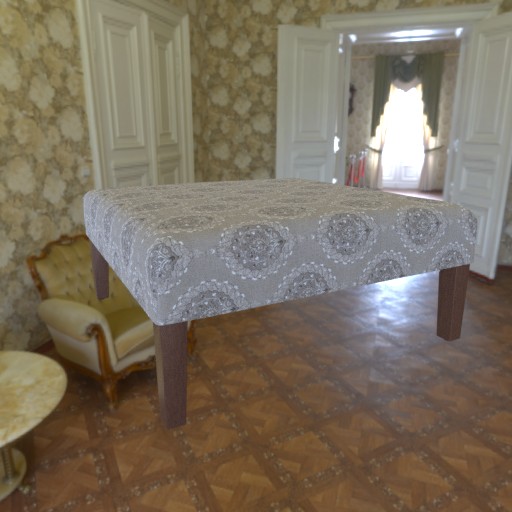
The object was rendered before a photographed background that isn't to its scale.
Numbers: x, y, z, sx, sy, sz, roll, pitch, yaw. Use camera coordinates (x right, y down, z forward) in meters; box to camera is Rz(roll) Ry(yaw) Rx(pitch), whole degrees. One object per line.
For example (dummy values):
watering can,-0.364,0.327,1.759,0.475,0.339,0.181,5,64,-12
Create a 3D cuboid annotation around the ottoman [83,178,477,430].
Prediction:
ottoman,0.000,0.000,1.395,0.890,0.411,0.889,-8,17,-27
